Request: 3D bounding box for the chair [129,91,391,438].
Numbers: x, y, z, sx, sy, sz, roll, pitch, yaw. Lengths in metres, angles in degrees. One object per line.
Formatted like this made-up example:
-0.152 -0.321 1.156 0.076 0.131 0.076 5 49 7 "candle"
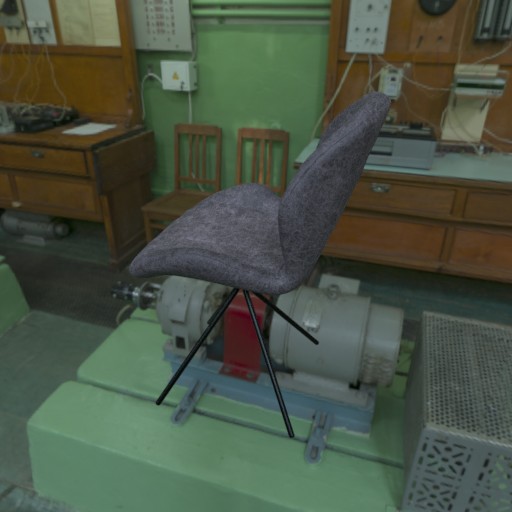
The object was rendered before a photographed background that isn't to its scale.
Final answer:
0.000 0.000 1.303 0.640 0.934 0.527 8 30 14 "chair"
